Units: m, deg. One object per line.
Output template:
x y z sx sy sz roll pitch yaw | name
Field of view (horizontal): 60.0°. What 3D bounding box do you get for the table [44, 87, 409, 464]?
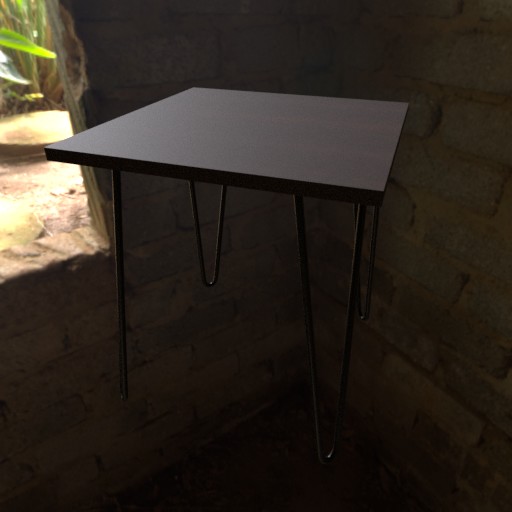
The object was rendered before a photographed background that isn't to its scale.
0.000 0.000 0.933 0.495 0.559 0.495 11 33 17 | table
